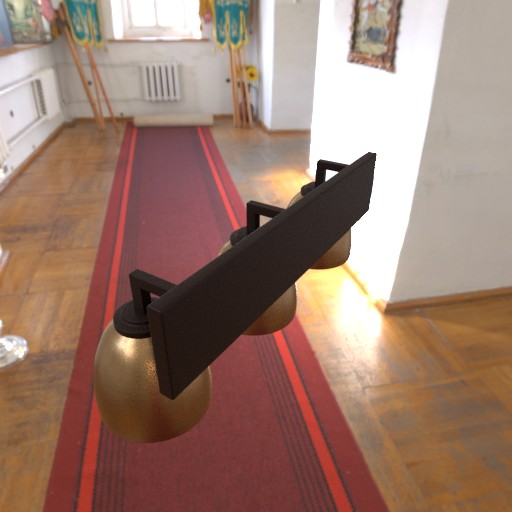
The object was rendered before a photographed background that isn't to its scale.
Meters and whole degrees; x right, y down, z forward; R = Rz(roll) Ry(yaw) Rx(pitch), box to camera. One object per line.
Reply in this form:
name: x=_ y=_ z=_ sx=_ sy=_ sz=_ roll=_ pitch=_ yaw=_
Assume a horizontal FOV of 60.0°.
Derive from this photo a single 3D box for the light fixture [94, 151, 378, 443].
light fixture: x=0.000 y=0.000 z=0.671 sx=0.157 sy=0.204 sz=0.582 roll=18 pitch=35 yaw=28
